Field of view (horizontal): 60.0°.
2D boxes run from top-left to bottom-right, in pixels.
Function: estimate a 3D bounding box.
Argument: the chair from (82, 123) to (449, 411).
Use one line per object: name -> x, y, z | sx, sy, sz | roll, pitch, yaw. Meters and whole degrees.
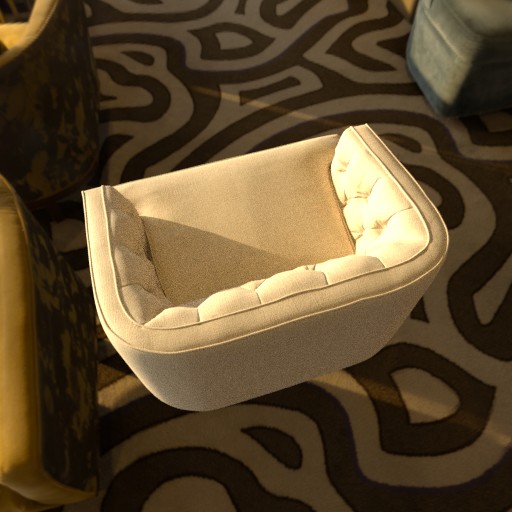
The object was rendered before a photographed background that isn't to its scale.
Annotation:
chair -> 0.000, 0.000, 1.713 | 1.118, 0.787, 0.914 | -15, 60, -9
